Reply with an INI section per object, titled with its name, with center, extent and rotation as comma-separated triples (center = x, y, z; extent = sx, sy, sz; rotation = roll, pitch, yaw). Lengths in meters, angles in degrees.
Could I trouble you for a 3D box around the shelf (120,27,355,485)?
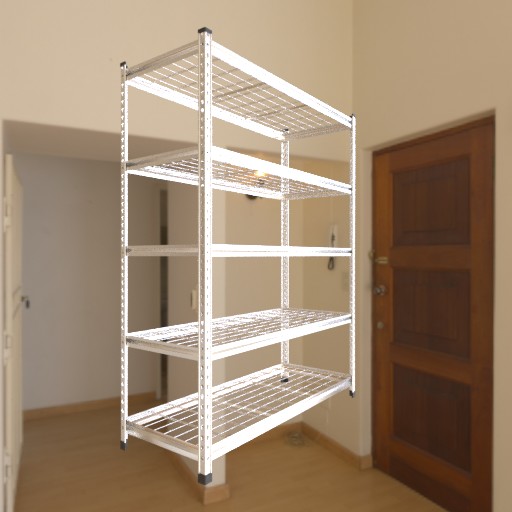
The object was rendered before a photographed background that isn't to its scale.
[shelf]
center = 0.000, 0.000, 2.702
extent = 0.610, 1.981, 1.524
rotation = 0, 0, 37
